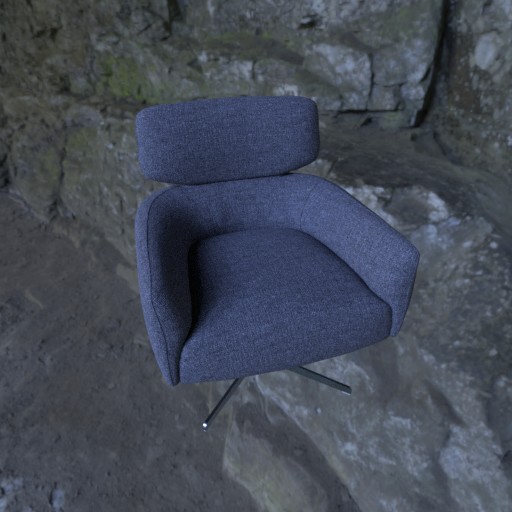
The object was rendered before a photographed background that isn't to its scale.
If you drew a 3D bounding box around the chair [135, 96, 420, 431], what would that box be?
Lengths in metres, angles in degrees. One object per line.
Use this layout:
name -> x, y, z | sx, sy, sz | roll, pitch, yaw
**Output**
chair -> 0.000, 0.000, 1.361 | 0.706, 0.812, 0.715 | -9, 33, -14
